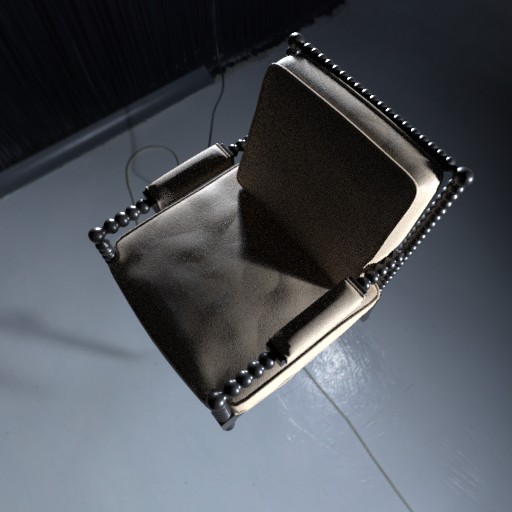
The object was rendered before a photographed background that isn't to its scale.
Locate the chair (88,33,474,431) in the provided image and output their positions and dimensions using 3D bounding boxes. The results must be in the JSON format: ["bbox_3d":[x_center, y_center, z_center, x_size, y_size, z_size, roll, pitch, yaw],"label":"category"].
[{"bbox_3d":[0.000,0.000,1.135,0.657,0.703,0.555,-35,68,-16],"label":"chair"}]
